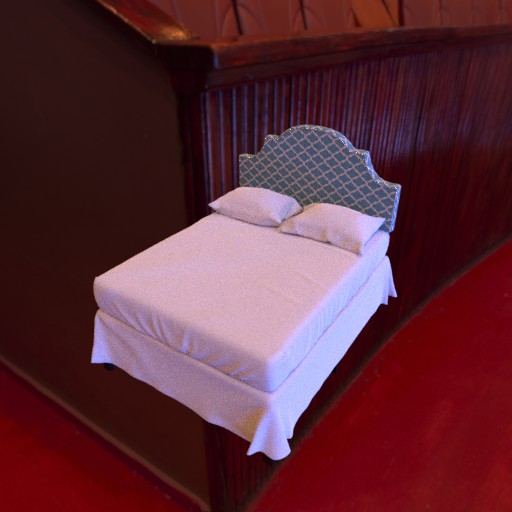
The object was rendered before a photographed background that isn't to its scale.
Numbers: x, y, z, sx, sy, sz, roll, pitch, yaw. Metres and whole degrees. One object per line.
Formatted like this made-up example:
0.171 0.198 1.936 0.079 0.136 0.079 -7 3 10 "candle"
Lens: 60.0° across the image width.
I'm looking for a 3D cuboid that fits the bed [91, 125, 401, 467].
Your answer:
0.000 0.000 3.487 1.780 1.633 2.222 18 35 29 "bed"
